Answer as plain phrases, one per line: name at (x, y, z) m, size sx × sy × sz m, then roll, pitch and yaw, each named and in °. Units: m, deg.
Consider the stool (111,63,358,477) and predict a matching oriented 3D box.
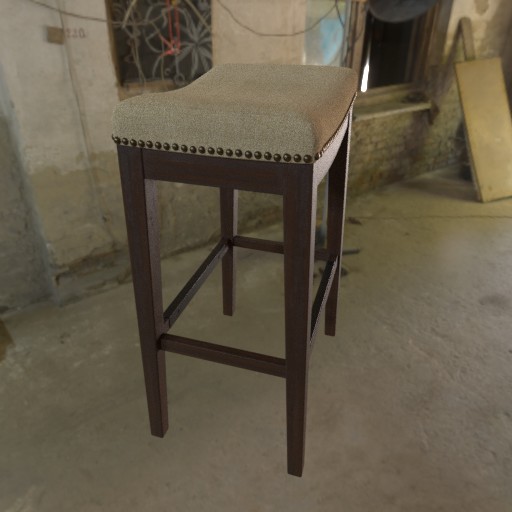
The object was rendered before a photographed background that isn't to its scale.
stool at (0.000, 0.000, 1.016) m, size 0.363 × 0.768 × 0.509 m, roll 9°, pitch 32°, yaw 15°
